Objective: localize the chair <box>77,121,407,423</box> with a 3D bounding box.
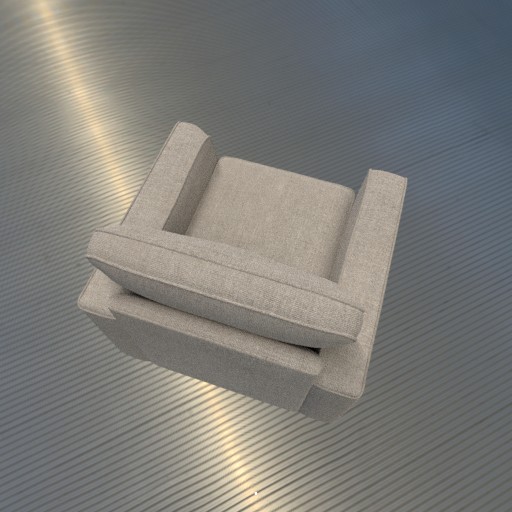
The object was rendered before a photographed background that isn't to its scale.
[{"bbox_3d":[0.000,0.000,1.786,1.015,0.965,0.939,16,63,9],"label":"chair"}]
